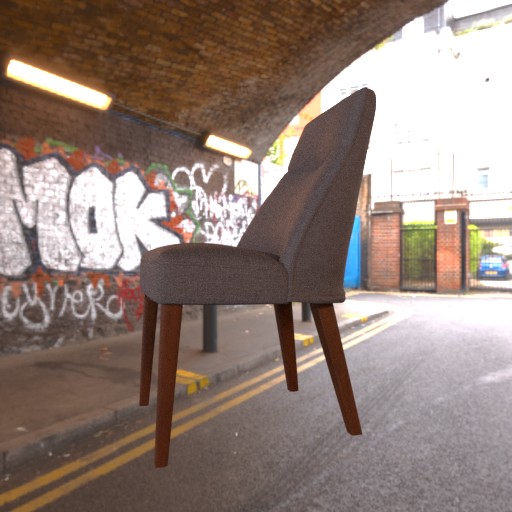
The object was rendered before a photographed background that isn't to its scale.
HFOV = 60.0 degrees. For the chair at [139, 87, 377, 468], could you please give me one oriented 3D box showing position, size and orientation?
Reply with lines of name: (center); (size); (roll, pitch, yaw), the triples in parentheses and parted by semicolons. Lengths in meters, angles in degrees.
chair: (0.000, 0.000, 1.279); (0.620, 0.930, 0.500); (0, 0, -19)
